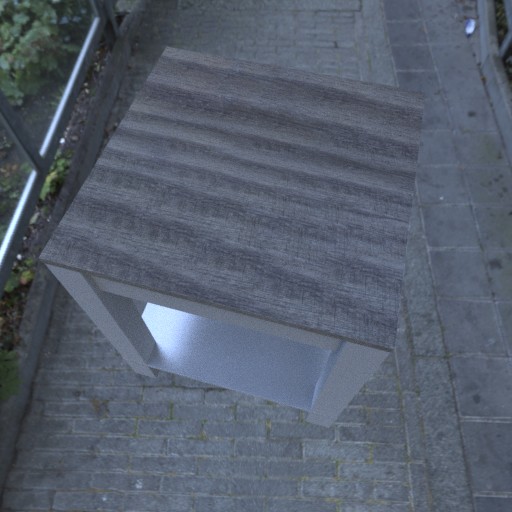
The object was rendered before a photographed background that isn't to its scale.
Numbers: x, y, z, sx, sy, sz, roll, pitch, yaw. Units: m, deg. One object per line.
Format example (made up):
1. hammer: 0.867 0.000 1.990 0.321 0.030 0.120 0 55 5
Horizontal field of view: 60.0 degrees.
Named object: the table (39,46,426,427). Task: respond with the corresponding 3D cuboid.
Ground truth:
1. table: 0.000 0.000 0.976 0.506 0.587 0.504 13 60 8
